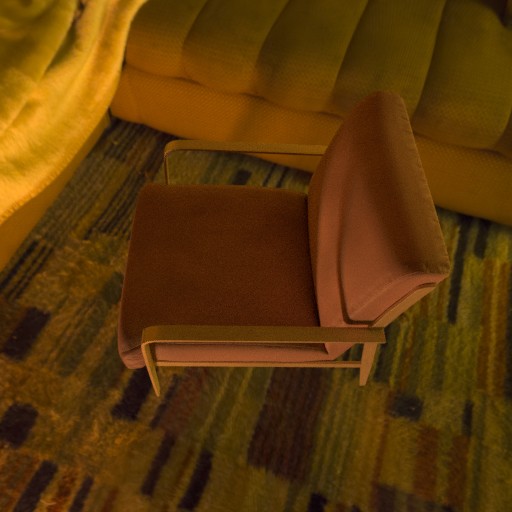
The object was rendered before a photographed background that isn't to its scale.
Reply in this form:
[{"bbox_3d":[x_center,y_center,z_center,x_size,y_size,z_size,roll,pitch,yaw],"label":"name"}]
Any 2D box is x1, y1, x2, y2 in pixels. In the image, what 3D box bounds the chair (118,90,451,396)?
[{"bbox_3d":[0.000,0.000,1.446,0.848,0.823,0.701,-1,59,-1],"label":"chair"}]
